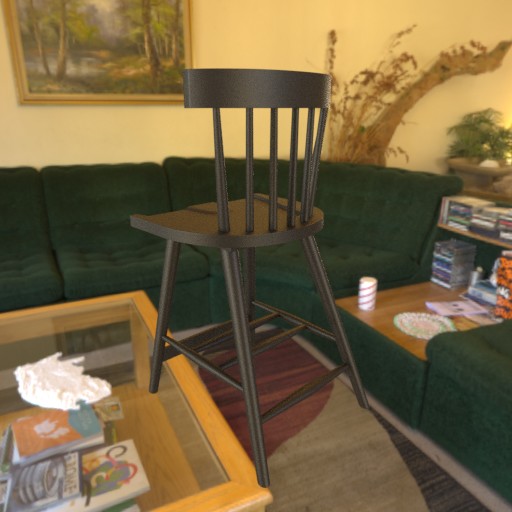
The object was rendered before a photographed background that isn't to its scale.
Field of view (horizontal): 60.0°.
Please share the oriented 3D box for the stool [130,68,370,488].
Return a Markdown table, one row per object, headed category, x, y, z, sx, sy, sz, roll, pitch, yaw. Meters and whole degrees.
| category | x | y | z | sx | sy | sz | roll | pitch | yaw |
| --- | --- | --- | --- | --- | --- | --- | --- | --- | --- |
| stool | 0.000 | 0.000 | 1.258 | 0.494 | 0.953 | 0.549 | -17 | 25 | -41 |
